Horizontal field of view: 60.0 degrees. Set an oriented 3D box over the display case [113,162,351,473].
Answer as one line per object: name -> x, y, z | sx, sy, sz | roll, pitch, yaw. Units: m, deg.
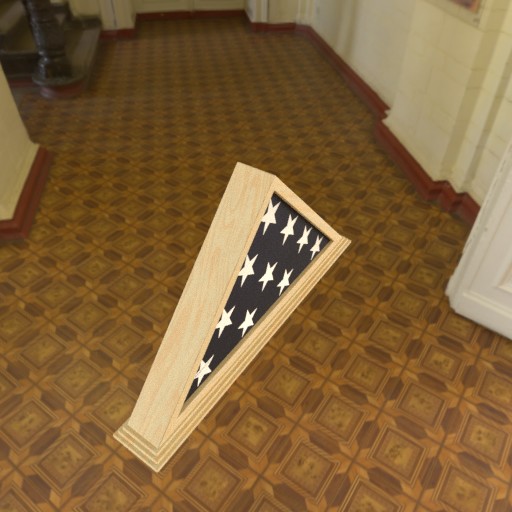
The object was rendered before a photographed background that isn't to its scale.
display case -> 0.000, 0.000, 0.753 | 0.095, 0.340, 0.640 | 25, 48, 25
